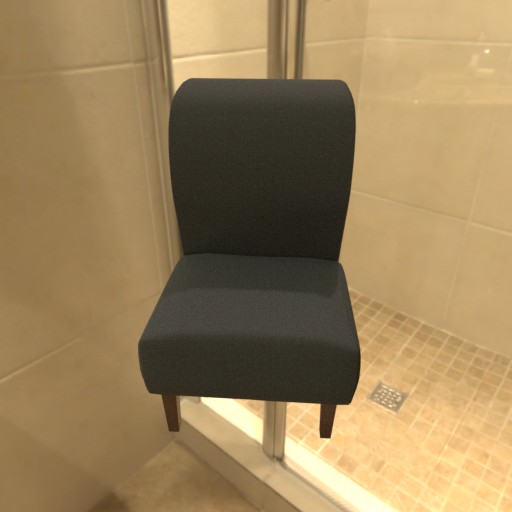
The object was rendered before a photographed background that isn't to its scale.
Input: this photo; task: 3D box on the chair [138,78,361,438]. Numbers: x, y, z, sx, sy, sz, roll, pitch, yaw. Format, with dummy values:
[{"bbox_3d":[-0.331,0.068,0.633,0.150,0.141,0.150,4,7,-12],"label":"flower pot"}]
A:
[{"bbox_3d":[0.000,0.000,1.172,0.513,0.804,0.592,1,29,3],"label":"chair"}]
